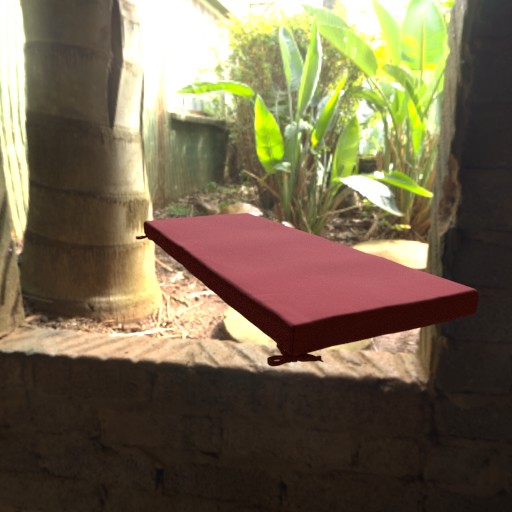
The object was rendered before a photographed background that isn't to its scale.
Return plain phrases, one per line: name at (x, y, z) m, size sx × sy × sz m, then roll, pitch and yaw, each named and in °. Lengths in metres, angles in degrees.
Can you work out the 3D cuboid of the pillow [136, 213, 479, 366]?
pillow at (0.000, 0.000, 1.319) m, size 0.492 × 0.081 × 1.187 m, roll -7°, pitch 16°, yaw -25°
